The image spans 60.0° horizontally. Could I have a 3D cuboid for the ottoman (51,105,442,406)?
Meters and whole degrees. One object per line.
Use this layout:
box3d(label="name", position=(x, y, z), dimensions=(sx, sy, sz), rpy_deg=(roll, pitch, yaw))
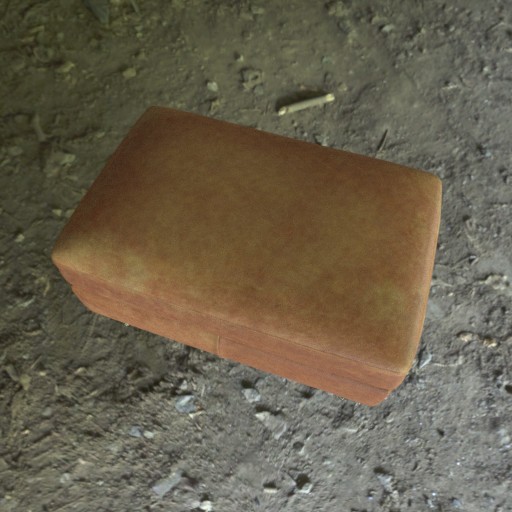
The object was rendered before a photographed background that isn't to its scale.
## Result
box3d(label="ottoman", position=(0.000, 0.000, 1.217), dimensions=(0.852, 0.507, 0.565), rpy_deg=(17, 61, 10))
